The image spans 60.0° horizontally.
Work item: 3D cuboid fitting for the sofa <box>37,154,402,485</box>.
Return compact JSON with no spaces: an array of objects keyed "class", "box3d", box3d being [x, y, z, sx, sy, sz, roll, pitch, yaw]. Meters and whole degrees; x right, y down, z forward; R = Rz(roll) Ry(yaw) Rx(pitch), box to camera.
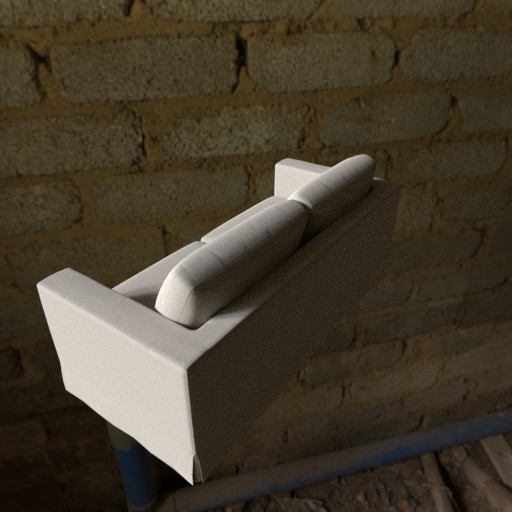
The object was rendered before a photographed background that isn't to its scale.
[{"class":"sofa","box3d":[0.000,0.000,2.616,0.954,0.881,2.163,20,37,30]}]
